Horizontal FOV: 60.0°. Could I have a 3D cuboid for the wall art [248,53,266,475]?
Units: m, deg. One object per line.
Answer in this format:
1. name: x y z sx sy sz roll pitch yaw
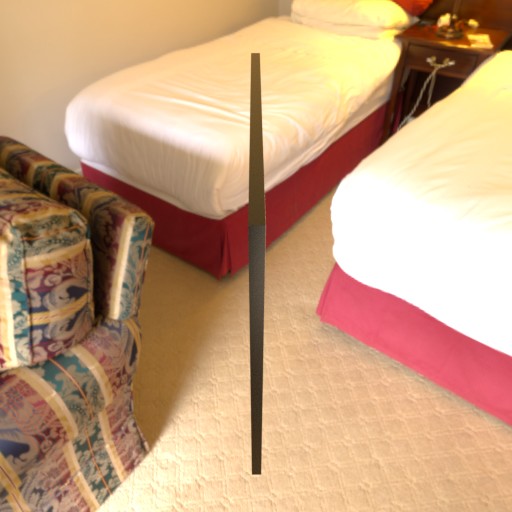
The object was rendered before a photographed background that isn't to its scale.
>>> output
1. wall art: 0.000 0.000 0.660 0.014 0.445 0.446 0 40 0
